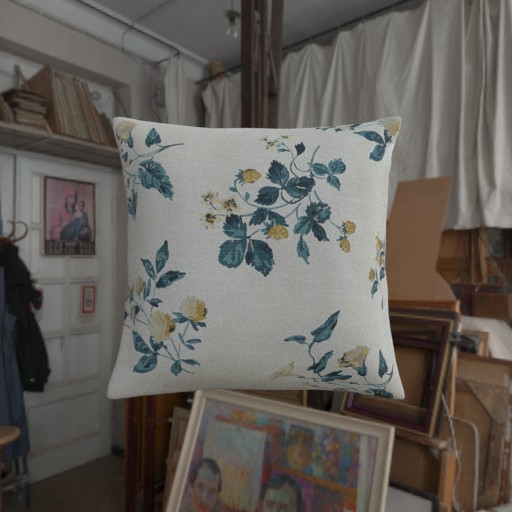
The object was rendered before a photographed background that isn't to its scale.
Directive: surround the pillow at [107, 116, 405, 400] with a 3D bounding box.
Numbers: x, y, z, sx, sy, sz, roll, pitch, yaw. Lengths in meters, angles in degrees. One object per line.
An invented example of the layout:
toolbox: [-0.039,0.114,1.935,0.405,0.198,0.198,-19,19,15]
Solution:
pillow: [0.000,0.000,0.795,0.526,0.507,0.166,0,-1,0]
